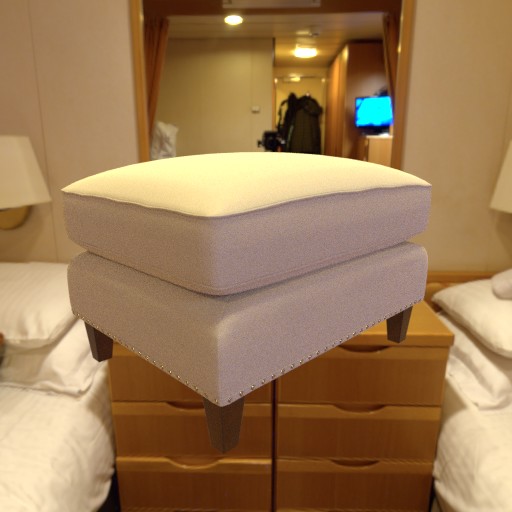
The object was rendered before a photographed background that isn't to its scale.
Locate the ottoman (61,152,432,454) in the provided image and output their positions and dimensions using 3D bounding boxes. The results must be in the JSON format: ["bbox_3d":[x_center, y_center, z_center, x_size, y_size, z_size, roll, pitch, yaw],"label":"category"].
[{"bbox_3d":[0.000,0.000,1.126,0.741,0.513,0.584,-14,20,-43],"label":"ottoman"}]
